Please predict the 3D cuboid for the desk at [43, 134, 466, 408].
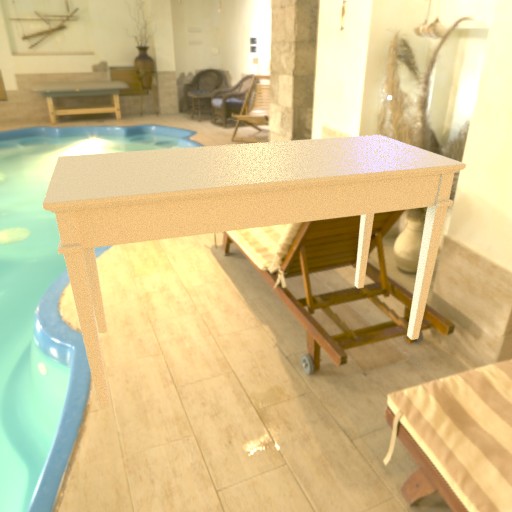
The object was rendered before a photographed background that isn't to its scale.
[{"bbox_3d":[0.000,0.000,1.775,1.372,0.774,0.559,-8,27,-16],"label":"desk"}]
